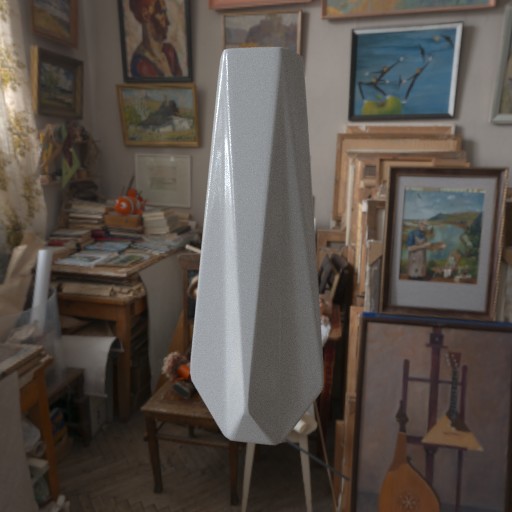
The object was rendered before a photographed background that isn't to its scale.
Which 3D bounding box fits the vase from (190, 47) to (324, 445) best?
[{"bbox_3d":[0.000,0.000,0.395,0.122,0.329,0.116,-7,16,-26],"label":"vase"}]
